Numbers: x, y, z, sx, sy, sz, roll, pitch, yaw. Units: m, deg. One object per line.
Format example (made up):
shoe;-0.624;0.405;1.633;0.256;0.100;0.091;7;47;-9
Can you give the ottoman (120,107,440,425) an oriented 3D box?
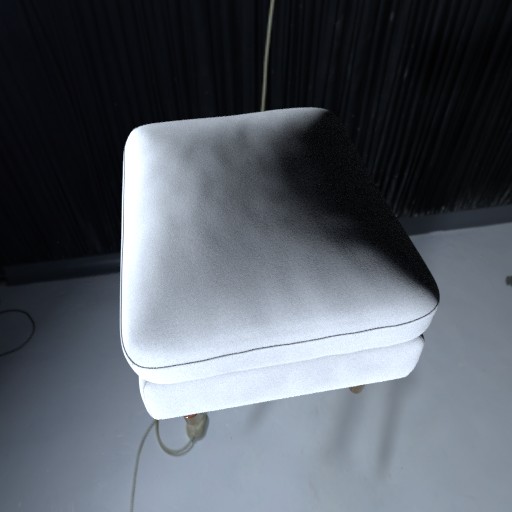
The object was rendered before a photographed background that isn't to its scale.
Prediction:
ottoman;0.000;0.000;1.117;0.593;0.478;0.747;-8;48;-7
